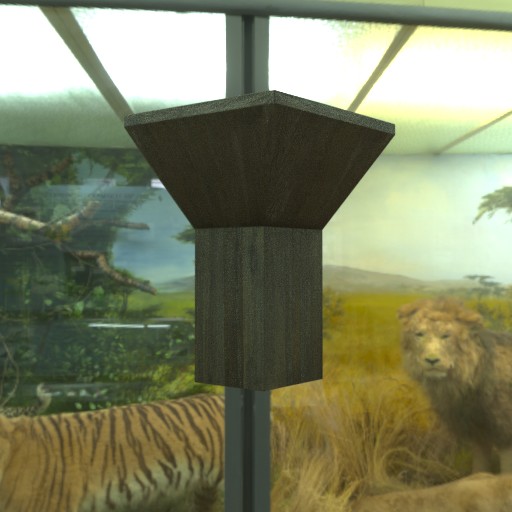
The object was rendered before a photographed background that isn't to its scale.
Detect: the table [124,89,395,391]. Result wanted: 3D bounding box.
[{"bbox_3d":[0.000,0.000,1.128,0.683,0.586,0.592,1,-1,-36],"label":"table"}]
